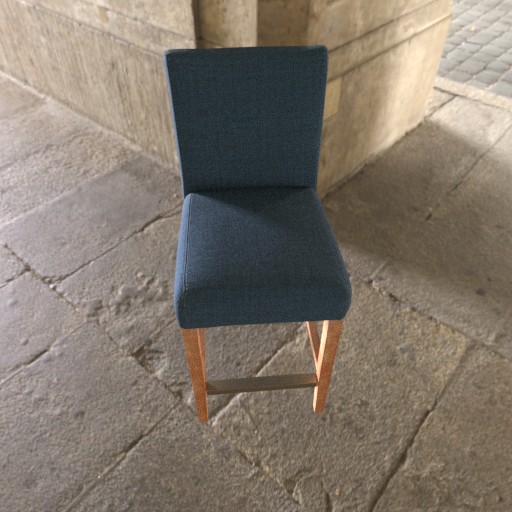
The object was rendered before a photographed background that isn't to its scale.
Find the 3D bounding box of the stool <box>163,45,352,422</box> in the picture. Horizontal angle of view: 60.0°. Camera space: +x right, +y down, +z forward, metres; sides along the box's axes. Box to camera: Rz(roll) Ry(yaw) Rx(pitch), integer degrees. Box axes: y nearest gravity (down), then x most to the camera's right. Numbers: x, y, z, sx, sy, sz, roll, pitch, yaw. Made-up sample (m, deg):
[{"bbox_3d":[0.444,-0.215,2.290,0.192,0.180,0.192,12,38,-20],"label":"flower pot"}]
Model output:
[{"bbox_3d":[0.000,0.000,1.342,0.454,1.039,0.567,-3,46,-3],"label":"stool"}]
